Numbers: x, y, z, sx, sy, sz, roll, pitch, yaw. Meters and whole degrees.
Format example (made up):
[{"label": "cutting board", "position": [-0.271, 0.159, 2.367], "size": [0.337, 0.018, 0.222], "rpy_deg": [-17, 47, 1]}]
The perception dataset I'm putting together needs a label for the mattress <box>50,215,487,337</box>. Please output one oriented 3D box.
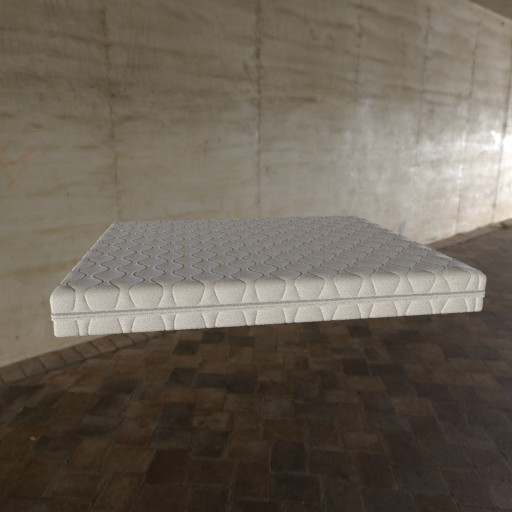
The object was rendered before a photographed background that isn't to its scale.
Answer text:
[{"label": "mattress", "position": [0.000, 0.000, 2.660], "size": [1.900, 0.200, 1.600], "rpy_deg": [-2, 15, -8]}]
